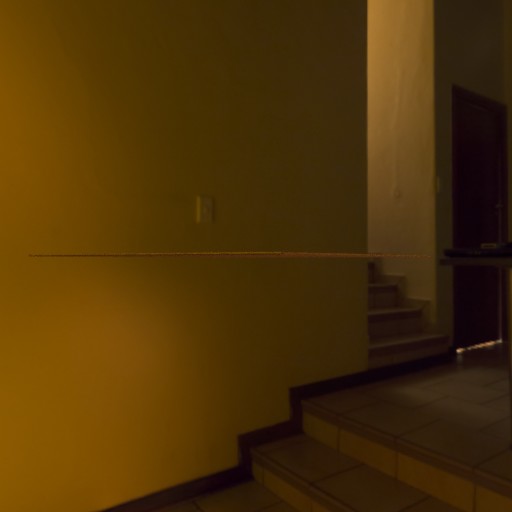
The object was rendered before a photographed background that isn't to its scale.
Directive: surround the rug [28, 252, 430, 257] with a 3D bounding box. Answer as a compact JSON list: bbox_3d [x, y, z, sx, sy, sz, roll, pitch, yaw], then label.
[{"bbox_3d":[0.000,0.000,4.191,2.441,0.016,3.050,0,0,35],"label":"rug"}]
